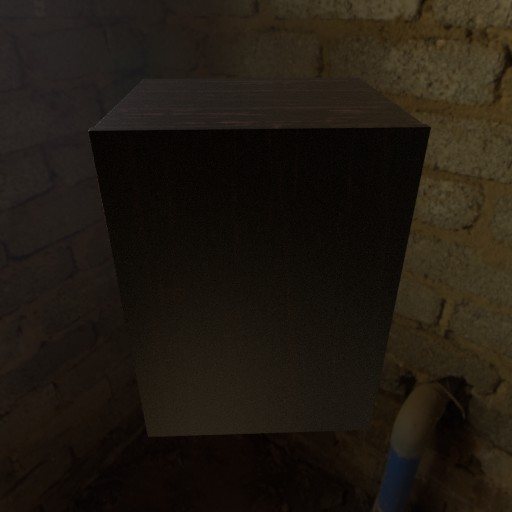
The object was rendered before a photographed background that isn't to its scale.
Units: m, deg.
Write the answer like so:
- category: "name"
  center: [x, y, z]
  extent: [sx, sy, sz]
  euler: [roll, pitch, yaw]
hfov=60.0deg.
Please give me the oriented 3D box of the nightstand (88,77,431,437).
- category: "nightstand"
  center: [0.000, 0.000, 0.812]
  extent: [0.400, 0.559, 0.356]
  euler: [-1, 31, -2]
